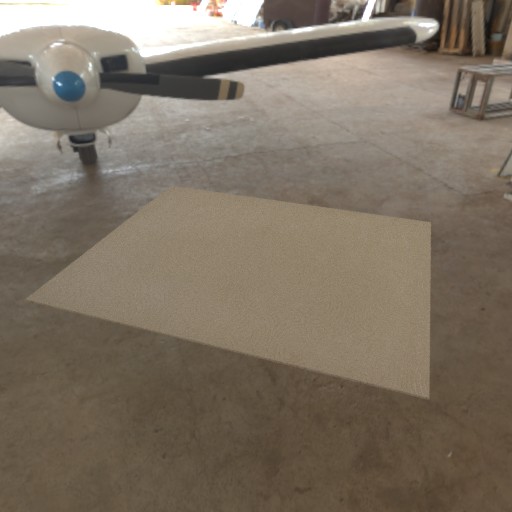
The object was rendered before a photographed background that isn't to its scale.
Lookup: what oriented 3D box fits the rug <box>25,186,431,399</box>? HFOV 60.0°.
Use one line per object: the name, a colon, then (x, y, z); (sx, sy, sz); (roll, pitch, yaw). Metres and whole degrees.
rug: (0.000, 0.000, 3.458); (2.584, 0.011, 2.073); (10, 33, 16)
